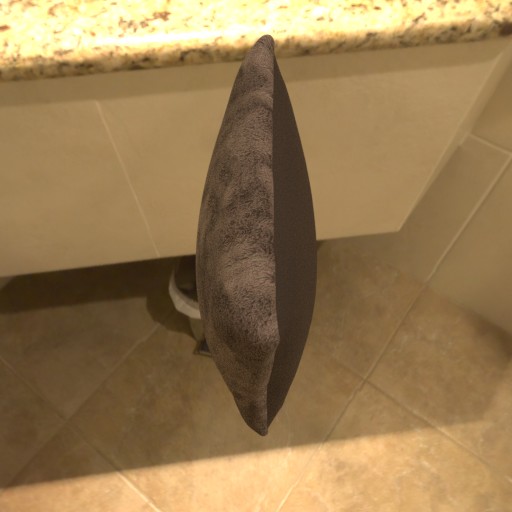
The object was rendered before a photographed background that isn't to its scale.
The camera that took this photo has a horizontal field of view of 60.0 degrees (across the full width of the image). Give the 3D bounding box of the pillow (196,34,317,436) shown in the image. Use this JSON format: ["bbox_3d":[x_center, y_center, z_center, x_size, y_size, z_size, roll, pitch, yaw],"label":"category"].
[{"bbox_3d":[0.000,0.000,0.784,0.204,0.520,0.522,0,59,0],"label":"pillow"}]
